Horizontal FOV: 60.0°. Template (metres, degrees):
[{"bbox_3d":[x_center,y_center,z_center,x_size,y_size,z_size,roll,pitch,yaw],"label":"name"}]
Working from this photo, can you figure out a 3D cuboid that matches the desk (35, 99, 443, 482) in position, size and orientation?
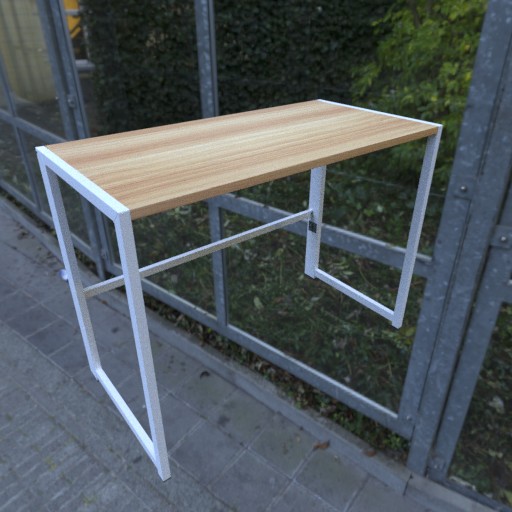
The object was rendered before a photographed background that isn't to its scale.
[{"bbox_3d":[0.000,0.000,1.400,1.016,0.762,0.508,-22,36,-33],"label":"desk"}]
